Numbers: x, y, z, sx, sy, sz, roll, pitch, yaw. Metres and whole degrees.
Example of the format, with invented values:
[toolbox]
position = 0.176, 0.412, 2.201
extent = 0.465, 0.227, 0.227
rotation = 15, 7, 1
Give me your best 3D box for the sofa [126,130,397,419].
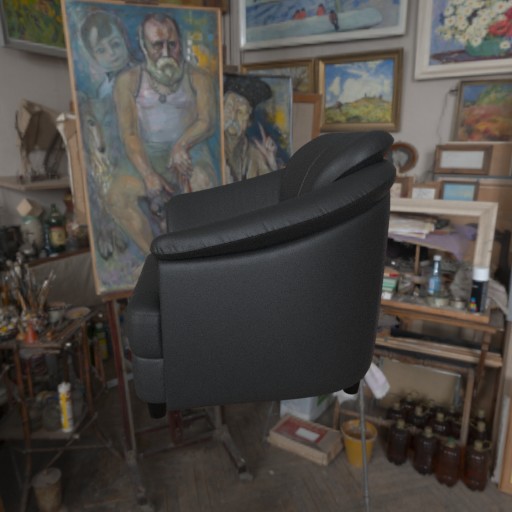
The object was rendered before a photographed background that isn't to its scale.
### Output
[sofa]
position = 0.000, 0.000, 1.498
extent = 0.794, 0.811, 0.870
rotation = -2, 15, -8
